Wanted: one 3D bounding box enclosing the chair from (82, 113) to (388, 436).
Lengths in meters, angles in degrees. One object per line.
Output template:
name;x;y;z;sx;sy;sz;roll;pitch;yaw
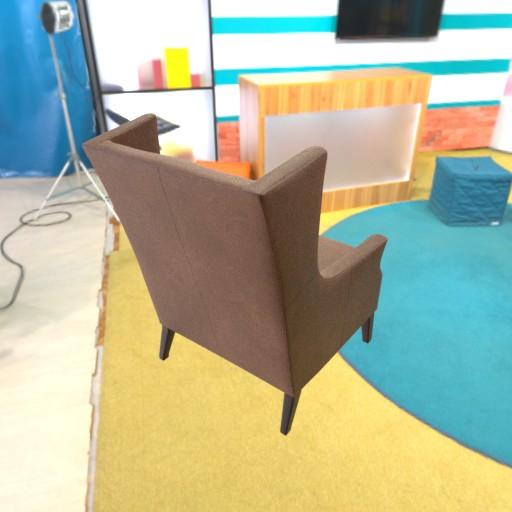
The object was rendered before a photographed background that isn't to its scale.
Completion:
chair;0.000;0.000;1.780;0.815;1.088;0.913;21;36;31
